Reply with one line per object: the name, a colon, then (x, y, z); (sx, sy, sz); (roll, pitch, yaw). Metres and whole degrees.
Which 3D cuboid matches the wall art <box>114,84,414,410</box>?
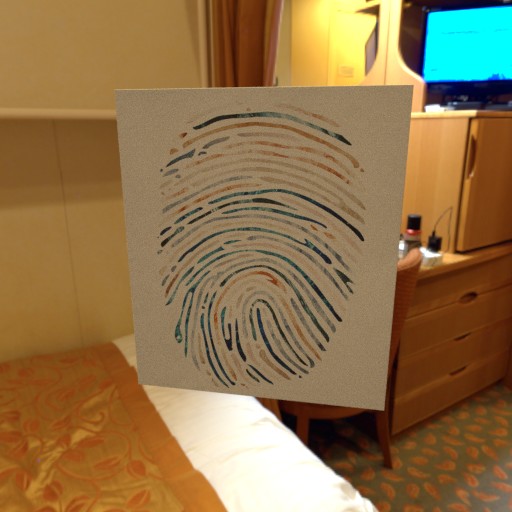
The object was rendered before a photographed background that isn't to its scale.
wall art: (0.000, 0.000, 0.996); (0.609, 0.710, 0.021); (3, 16, 10)
